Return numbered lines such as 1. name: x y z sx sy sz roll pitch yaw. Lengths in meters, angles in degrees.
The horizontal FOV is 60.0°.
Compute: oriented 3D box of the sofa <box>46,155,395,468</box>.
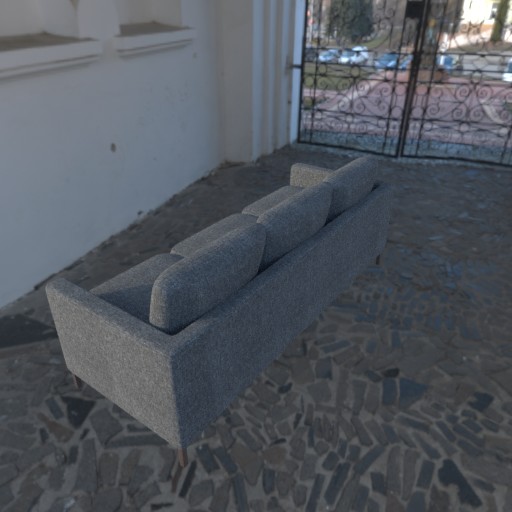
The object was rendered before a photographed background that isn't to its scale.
1. sofa: 0.000 0.000 2.712 0.859 0.874 2.218 20 36 31
